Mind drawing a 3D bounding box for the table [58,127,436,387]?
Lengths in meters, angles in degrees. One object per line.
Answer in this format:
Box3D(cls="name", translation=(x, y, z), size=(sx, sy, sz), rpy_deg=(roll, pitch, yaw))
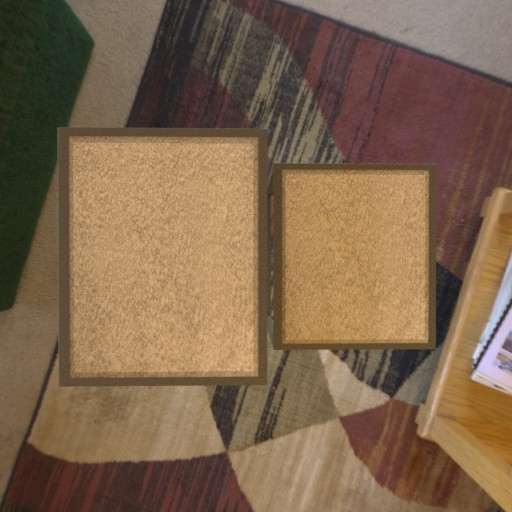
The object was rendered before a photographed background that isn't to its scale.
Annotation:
Box3D(cls="table", translation=(0.000, 0.000, 1.146), size=(0.788, 0.540, 0.508), rpy_deg=(0, 91, -1))
